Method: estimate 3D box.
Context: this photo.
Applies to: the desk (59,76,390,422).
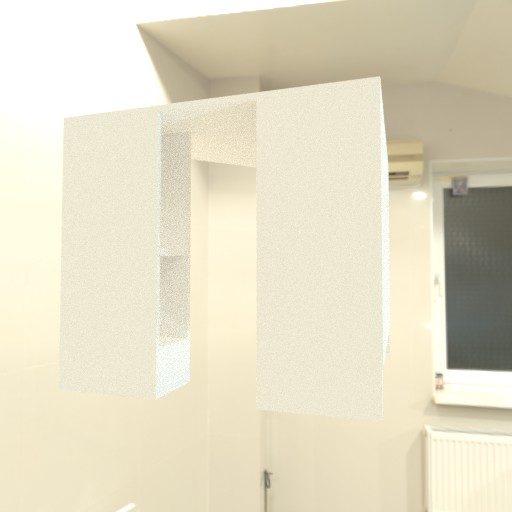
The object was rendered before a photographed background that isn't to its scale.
[{"bbox_3d":[0.000,0.000,1.635,0.926,0.818,0.940,-1,-2,18],"label":"desk"}]
